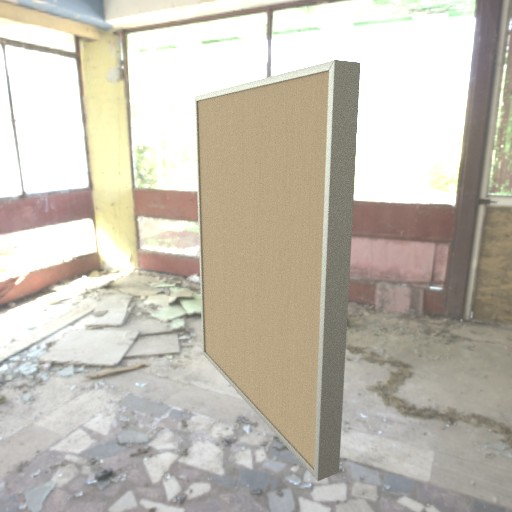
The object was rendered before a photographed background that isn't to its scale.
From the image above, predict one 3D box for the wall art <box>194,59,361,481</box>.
[{"bbox_3d":[0.000,0.000,0.758,0.039,0.553,0.445,-7,16,-27],"label":"wall art"}]
